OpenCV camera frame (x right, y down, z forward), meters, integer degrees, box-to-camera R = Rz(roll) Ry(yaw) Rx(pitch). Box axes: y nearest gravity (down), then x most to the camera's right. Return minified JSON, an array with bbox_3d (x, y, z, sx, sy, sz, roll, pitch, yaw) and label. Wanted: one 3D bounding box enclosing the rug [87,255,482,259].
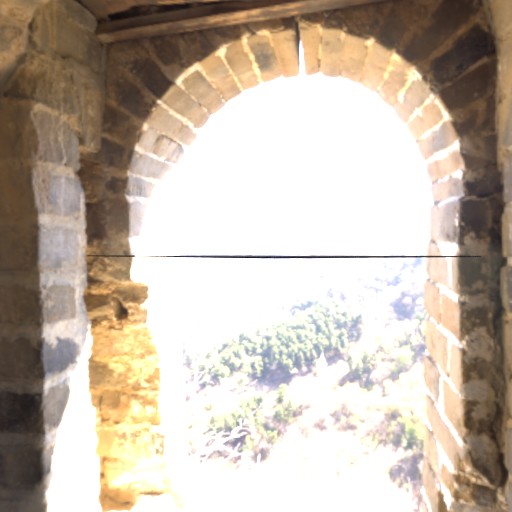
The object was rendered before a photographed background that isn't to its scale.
[{"bbox_3d":[0.000,0.000,3.874,2.053,0.011,2.940,0,0,-37],"label":"rug"}]
